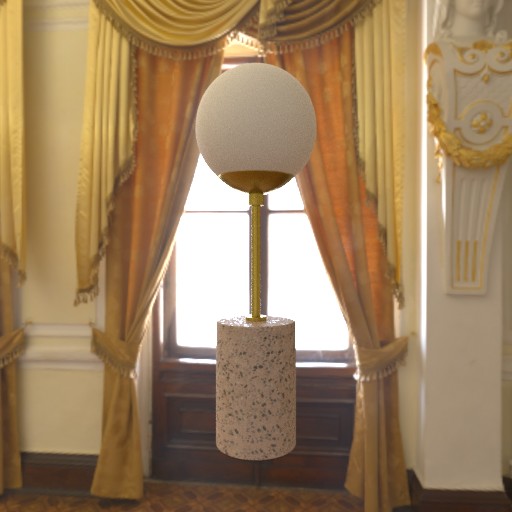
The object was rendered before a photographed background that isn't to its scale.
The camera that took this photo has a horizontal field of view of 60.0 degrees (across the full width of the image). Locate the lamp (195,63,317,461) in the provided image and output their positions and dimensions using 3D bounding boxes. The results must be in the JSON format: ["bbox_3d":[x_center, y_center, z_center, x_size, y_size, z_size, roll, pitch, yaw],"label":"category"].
[{"bbox_3d":[0.000,0.000,0.568,0.153,0.480,0.153,0,0,0],"label":"lamp"}]
